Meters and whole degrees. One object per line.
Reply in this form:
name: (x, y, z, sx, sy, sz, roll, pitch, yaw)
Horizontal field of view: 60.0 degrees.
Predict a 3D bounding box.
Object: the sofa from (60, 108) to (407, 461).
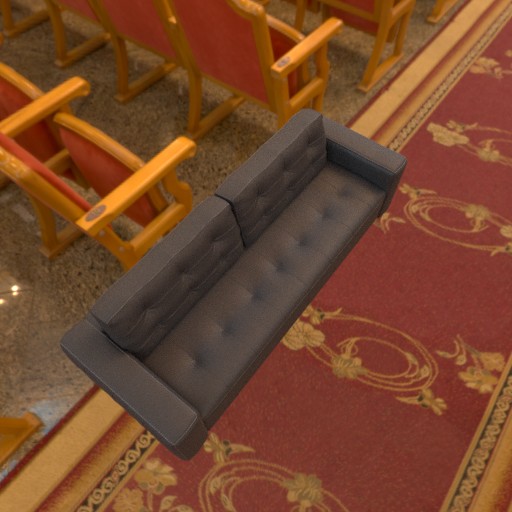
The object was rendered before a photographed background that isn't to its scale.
sofa: (0.000, 0.000, 2.737, 0.833, 0.893, 2.275, 33, 64, 19)
